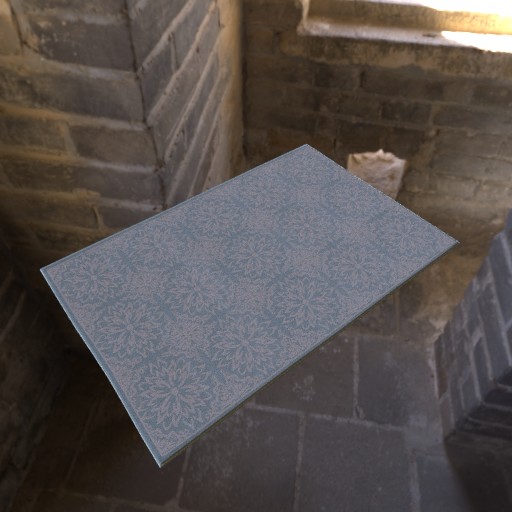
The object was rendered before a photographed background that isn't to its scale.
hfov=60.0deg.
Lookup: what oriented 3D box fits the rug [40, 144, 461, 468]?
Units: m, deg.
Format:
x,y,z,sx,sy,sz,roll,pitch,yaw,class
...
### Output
x,y,z,sx,sy,sz,roll,pitch,yaw,class
0.000,0.000,3.458,2.746,0.018,1.819,-30,54,-25,rug
